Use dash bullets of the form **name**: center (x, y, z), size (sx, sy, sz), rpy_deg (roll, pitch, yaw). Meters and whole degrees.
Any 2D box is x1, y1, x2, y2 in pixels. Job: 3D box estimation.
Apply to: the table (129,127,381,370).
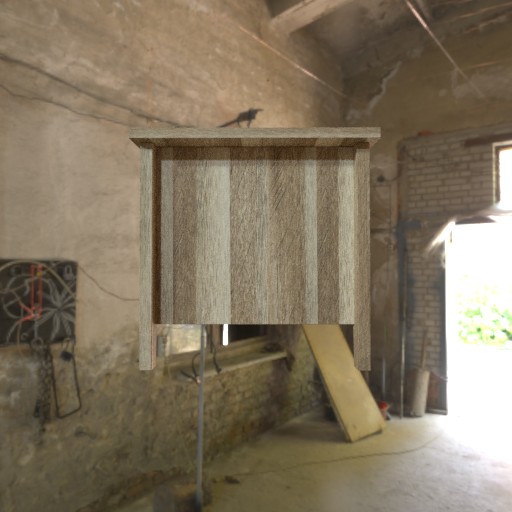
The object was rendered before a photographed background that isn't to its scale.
- **table**: center (0.000, 0.000, 1.408), size (0.493, 0.480, 1.095), rpy_deg (0, -1, 0)
